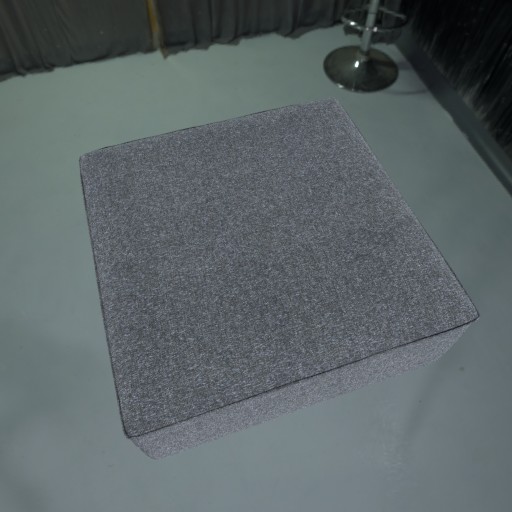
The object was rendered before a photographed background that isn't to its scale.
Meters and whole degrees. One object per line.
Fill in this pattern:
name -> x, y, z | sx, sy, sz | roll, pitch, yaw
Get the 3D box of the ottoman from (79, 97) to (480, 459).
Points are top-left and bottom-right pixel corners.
ottoman -> 0.000, 0.000, 1.537 | 1.017, 0.423, 1.021 | -15, 59, -10
